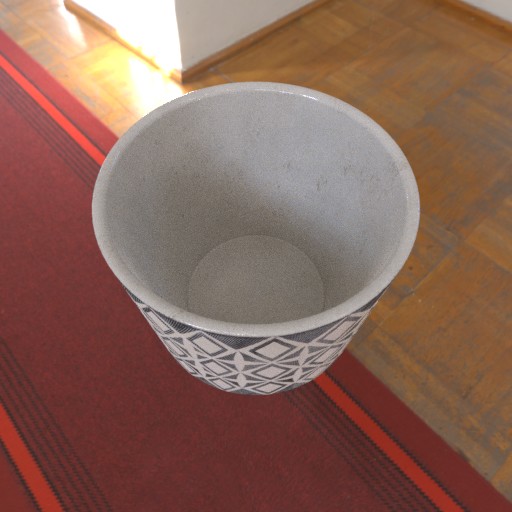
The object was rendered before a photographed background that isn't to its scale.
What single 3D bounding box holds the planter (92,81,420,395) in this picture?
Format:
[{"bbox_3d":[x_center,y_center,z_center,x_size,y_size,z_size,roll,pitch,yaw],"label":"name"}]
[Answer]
[{"bbox_3d":[0.000,0.000,0.450,0.260,0.220,0.260,0,58,0],"label":"planter"}]
